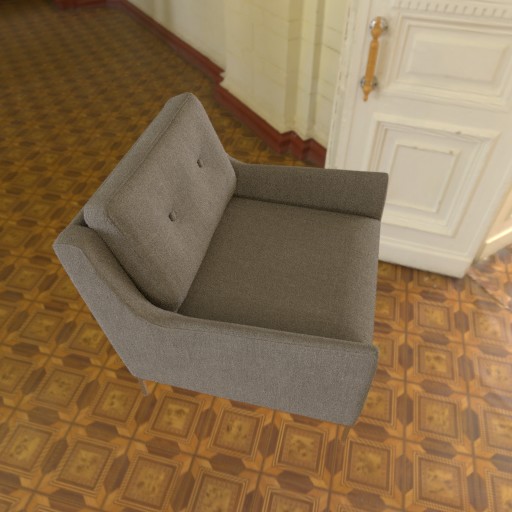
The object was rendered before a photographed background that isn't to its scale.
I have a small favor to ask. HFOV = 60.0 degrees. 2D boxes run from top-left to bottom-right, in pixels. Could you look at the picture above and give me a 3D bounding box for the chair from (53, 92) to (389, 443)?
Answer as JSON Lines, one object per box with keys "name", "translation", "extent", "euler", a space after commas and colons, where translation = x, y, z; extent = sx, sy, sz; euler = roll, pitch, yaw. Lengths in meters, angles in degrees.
{"name": "chair", "translation": [0.000, 0.000, 1.538], "extent": [0.849, 0.828, 0.847], "euler": [10, 46, 9]}
